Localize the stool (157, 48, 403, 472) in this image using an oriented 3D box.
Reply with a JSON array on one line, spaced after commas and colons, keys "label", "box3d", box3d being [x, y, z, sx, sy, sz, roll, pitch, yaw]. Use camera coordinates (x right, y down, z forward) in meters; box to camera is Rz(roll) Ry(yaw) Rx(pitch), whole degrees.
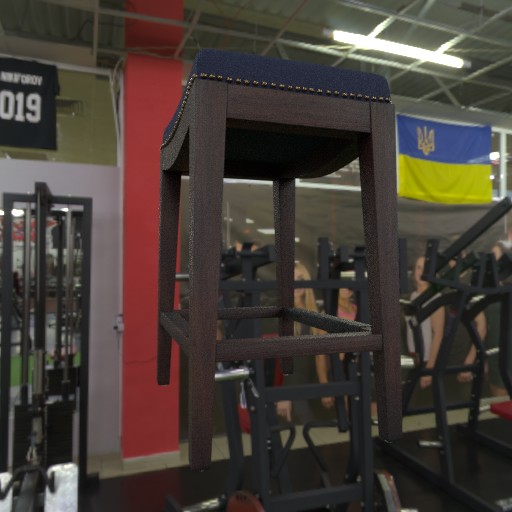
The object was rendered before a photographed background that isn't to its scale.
[{"label": "stool", "box3d": [0.000, 0.000, 0.937, 0.361, 0.642, 0.500, 0, -1, -18]}]
